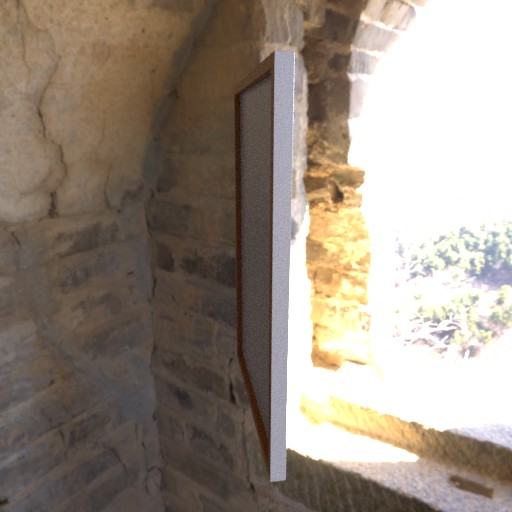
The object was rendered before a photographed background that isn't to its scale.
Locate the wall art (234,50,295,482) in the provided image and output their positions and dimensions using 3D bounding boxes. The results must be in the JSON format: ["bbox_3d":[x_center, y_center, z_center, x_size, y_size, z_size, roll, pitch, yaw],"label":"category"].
[{"bbox_3d":[0.000,0.000,0.793,0.025,0.608,0.405,-3,15,-9],"label":"wall art"}]
